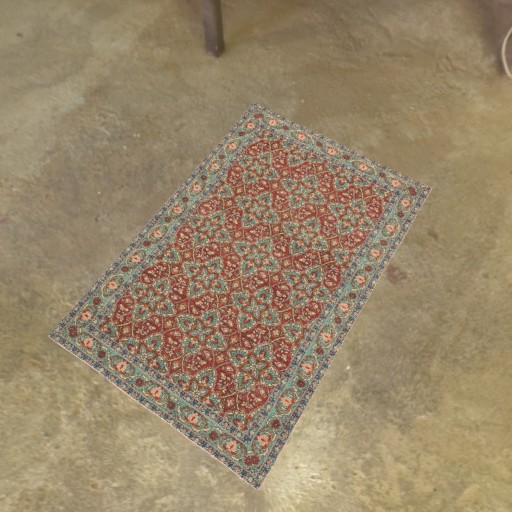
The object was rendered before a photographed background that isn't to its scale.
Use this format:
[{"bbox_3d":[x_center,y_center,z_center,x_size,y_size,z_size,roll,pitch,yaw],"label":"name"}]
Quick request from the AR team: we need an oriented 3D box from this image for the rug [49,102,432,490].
[{"bbox_3d":[0.000,0.000,2.340,1.219,0.009,1.829,30,67,14],"label":"rug"}]
